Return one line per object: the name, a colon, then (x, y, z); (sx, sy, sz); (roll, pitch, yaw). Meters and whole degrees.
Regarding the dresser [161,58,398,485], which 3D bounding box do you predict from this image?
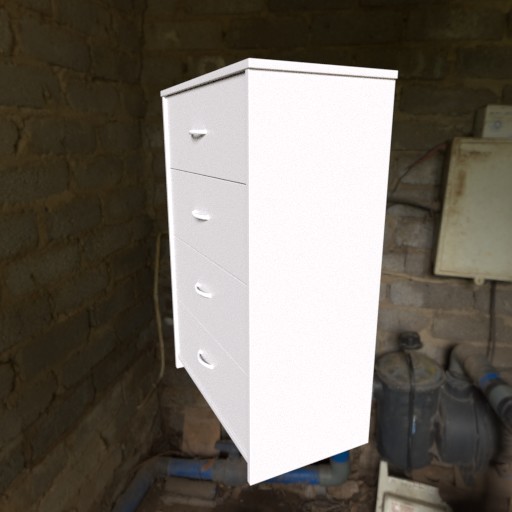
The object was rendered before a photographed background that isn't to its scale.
dresser: (0.000, 0.000, 1.392); (0.401, 1.021, 0.704); (-7, 16, -25)
